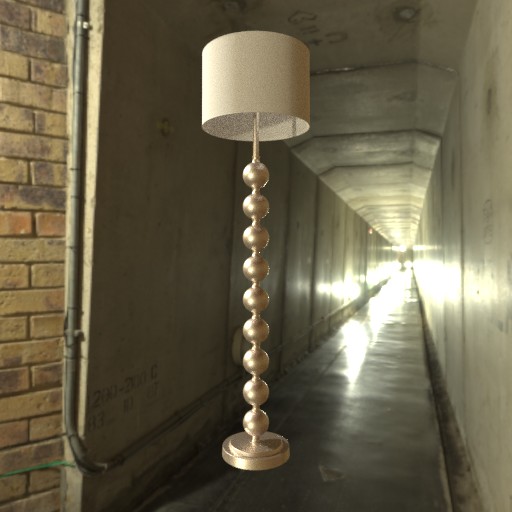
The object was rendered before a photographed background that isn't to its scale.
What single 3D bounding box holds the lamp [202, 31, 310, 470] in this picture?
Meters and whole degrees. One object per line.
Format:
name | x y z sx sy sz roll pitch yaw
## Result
lamp | 0.000 0.000 1.640 0.394 1.474 0.394 0 1 -18
